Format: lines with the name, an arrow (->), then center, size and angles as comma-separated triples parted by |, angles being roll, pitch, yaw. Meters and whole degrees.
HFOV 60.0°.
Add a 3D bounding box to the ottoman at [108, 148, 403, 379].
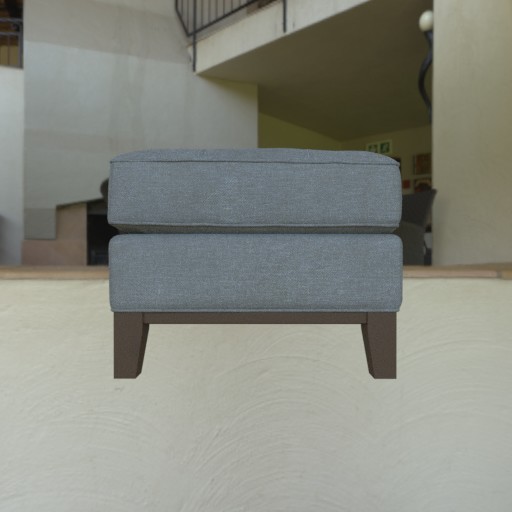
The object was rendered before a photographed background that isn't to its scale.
ottoman -> 0.000, 0.000, 1.476 | 0.648, 0.514, 1.143 | 0, 0, 0
